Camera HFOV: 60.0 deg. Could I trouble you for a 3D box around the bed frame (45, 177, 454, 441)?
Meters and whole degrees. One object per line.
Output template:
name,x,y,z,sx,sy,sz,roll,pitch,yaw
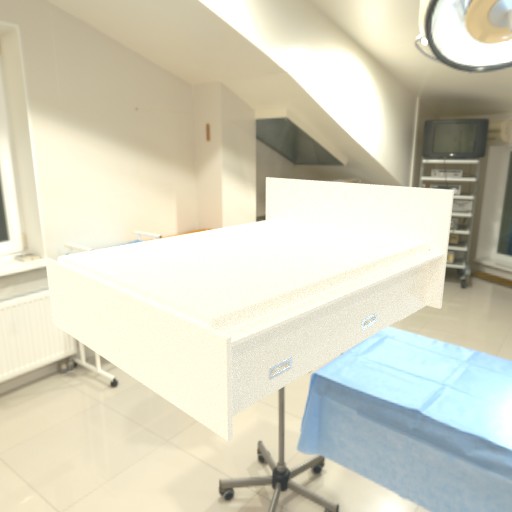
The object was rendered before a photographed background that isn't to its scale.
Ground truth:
bed frame,0.000,0.000,2.795,1.622,0.800,1.960,13,19,43
